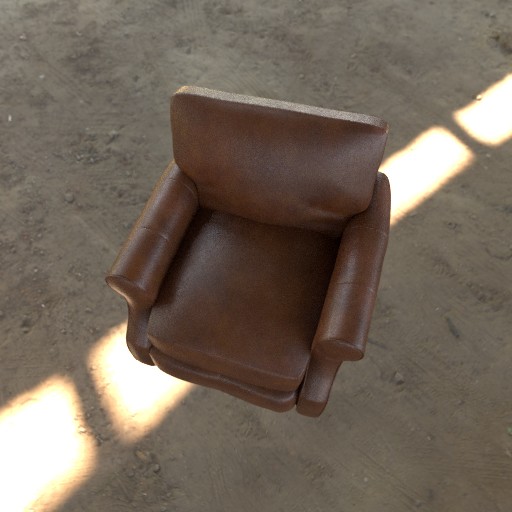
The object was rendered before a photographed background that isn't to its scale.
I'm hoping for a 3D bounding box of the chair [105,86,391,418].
[{"bbox_3d":[0.000,0.000,1.816,0.989,0.972,0.992,15,59,9],"label":"chair"}]
